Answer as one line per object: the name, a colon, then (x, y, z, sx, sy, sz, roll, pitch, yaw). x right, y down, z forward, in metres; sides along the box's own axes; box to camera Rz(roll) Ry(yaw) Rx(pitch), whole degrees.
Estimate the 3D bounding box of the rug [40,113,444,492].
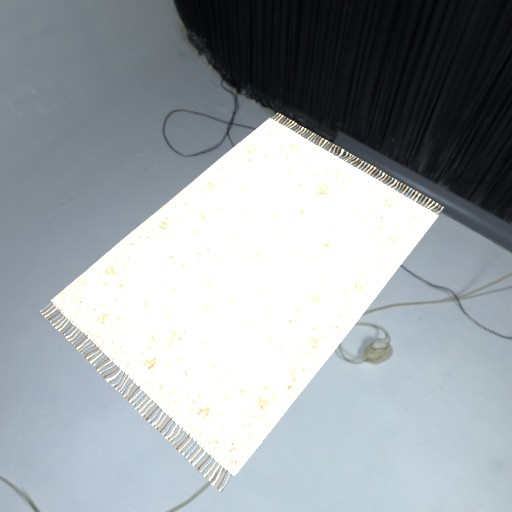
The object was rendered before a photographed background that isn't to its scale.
rug: (0.000, 0.000, 2.322, 1.218, 0.017, 1.861, 36, 65, 20)
